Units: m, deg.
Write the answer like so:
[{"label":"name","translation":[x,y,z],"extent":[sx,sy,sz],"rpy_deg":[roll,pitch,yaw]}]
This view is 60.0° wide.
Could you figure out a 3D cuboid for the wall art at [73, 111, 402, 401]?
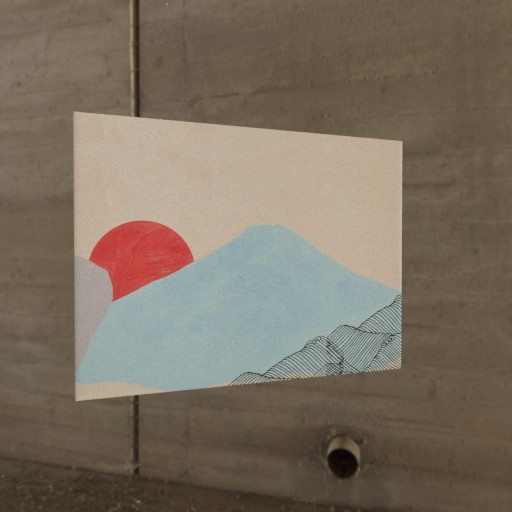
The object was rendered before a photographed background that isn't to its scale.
[{"label":"wall art","translation":[0.000,0.000,1.607],"extent":[1.219,0.912,0.042],"rpy_deg":[0,1,-18]}]
